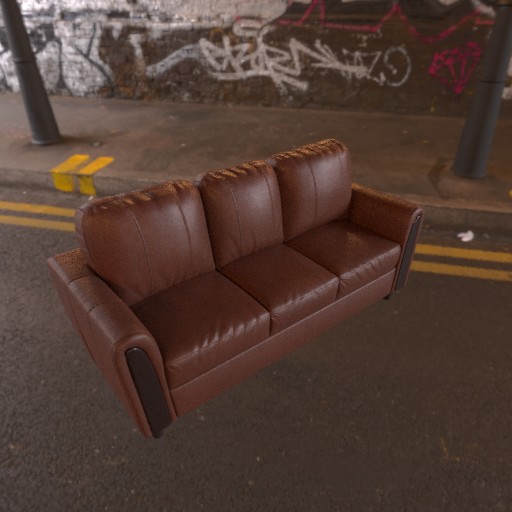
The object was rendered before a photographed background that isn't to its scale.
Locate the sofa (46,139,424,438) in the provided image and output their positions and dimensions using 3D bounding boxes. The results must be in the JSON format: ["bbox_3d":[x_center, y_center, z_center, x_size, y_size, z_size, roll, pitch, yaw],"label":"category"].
[{"bbox_3d":[0.000,0.000,2.333,1.862,0.915,0.802,-22,37,-33],"label":"sofa"}]
